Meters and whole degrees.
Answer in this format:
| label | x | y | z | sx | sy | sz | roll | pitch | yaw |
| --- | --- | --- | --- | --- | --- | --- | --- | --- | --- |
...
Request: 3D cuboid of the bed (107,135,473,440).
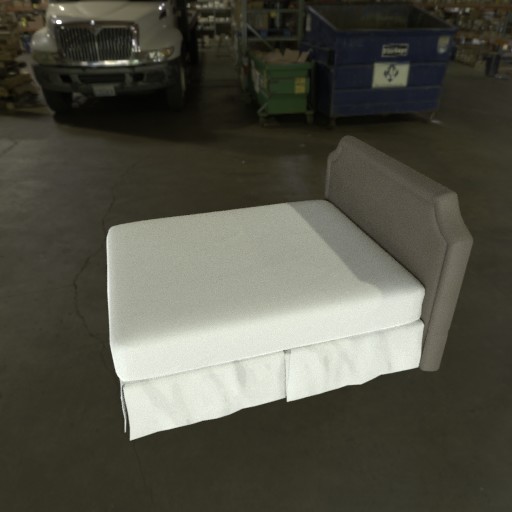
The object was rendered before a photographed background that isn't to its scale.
| label | x | y | z | sx | sy | sz | roll | pitch | yaw |
| --- | --- | --- | --- | --- | --- | --- | --- | --- | --- |
| bed | 0.000 | 0.000 | 3.309 | 2.181 | 1.297 | 1.831 | -9 | 31 | -15 |
